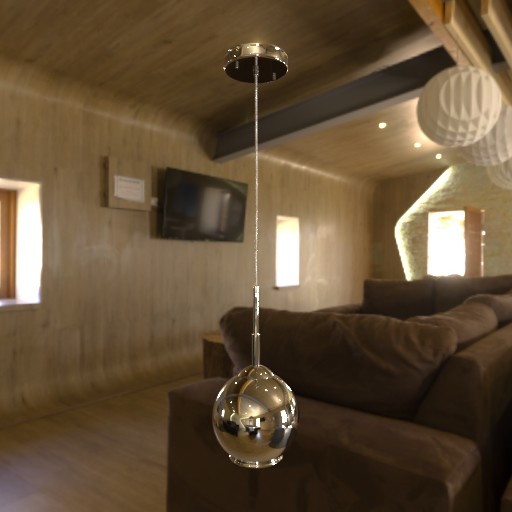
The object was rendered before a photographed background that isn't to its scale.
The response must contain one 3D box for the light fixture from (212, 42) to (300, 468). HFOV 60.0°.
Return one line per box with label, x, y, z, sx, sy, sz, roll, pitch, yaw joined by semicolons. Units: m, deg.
light fixture;0.000;0.000;1.715;0.336;1.538;0.336;1;-1;-36
